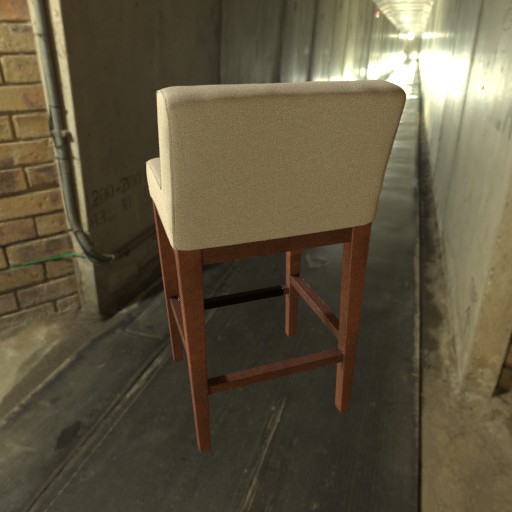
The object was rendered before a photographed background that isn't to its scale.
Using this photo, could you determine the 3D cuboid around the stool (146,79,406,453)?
[{"bbox_3d":[0.000,0.000,1.236,0.511,0.937,0.500,-9,28,-17],"label":"stool"}]
